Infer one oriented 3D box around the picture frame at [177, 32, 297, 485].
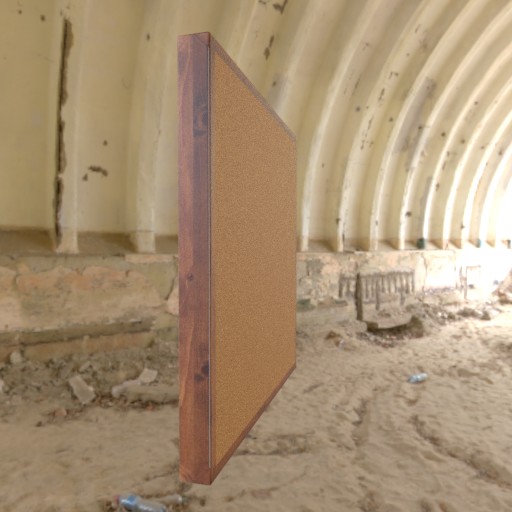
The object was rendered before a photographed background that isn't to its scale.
[{"bbox_3d":[0.000,0.000,0.519,0.028,0.356,0.352,0,2,16],"label":"picture frame"}]
